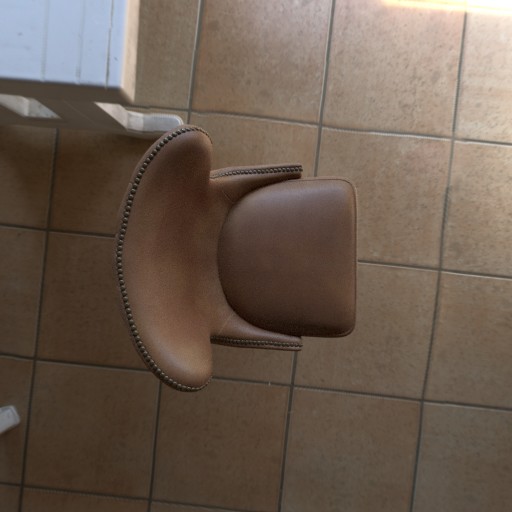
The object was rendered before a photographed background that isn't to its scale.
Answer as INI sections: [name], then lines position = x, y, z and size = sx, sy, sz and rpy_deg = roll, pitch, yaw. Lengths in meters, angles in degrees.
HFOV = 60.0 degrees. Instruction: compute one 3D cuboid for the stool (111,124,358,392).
[stool]
position = 0.000, 0.000, 1.467
size = 0.606, 1.087, 0.591
rpy_deg = 0, 91, 1
